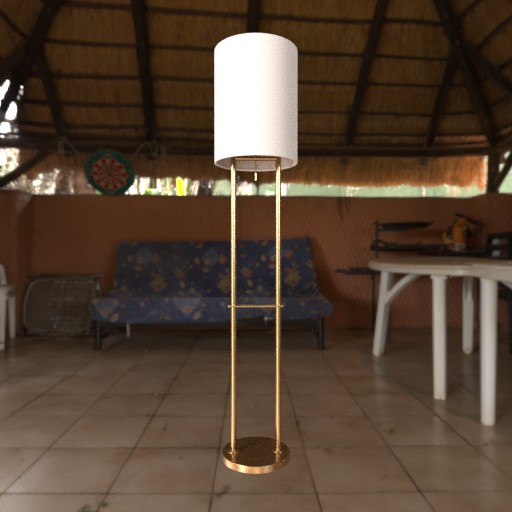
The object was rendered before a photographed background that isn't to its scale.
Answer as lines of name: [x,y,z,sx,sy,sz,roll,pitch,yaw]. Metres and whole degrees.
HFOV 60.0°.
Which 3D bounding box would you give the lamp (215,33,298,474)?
lamp: [0.000,0.000,1.645,0.306,1.500,0.305,0,0,-2]
